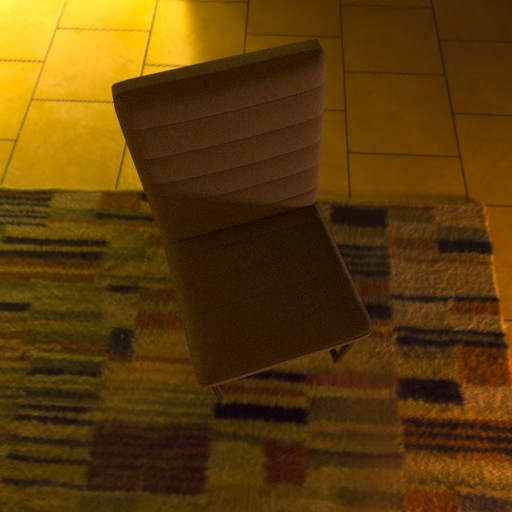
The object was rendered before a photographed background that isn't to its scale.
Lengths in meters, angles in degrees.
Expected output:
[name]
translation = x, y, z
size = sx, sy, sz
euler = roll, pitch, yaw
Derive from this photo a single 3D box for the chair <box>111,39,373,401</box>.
[chair]
translation = 0.000, 0.000, 1.316
size = 0.520, 0.930, 0.634
euler = -16, 66, -7
